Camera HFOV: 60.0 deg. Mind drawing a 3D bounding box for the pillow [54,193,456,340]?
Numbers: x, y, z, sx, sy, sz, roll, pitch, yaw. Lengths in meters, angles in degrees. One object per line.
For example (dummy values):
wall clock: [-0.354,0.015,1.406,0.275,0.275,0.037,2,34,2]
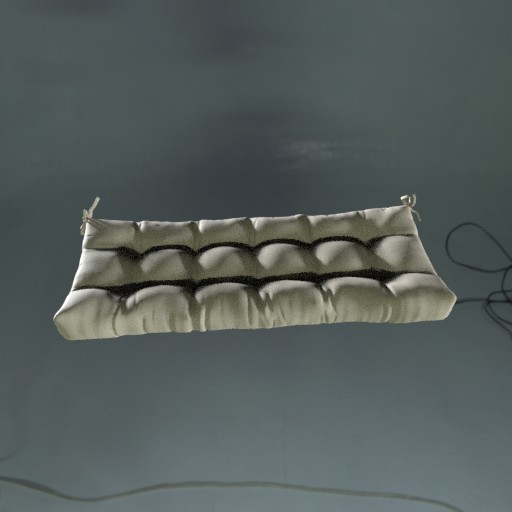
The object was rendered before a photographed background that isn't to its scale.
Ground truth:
pillow: [0.000,0.000,1.411,1.194,0.174,0.511,-3,46,-3]
